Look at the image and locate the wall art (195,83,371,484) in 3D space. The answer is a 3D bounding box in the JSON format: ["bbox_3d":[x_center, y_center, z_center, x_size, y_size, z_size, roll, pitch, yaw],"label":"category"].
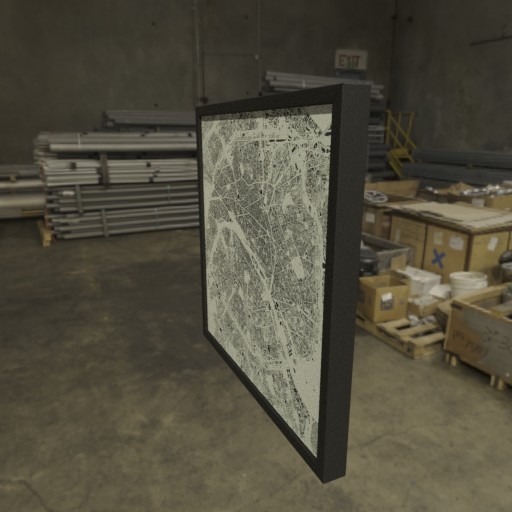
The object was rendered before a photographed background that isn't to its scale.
[{"bbox_3d":[0.000,0.000,0.758,0.037,0.508,0.508,-7,17,-24],"label":"wall art"}]
